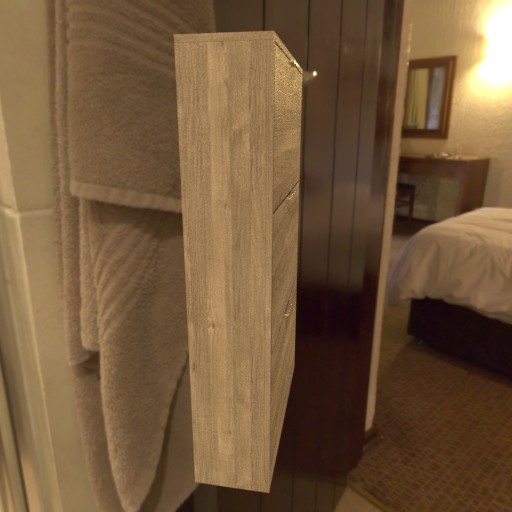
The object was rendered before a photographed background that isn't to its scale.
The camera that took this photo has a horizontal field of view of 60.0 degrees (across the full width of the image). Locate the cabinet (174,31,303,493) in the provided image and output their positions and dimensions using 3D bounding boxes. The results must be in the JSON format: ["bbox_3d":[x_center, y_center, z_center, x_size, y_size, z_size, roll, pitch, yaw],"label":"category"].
[{"bbox_3d":[0.000,0.000,1.544,0.250,1.280,0.750,3,17,10],"label":"cabinet"}]
